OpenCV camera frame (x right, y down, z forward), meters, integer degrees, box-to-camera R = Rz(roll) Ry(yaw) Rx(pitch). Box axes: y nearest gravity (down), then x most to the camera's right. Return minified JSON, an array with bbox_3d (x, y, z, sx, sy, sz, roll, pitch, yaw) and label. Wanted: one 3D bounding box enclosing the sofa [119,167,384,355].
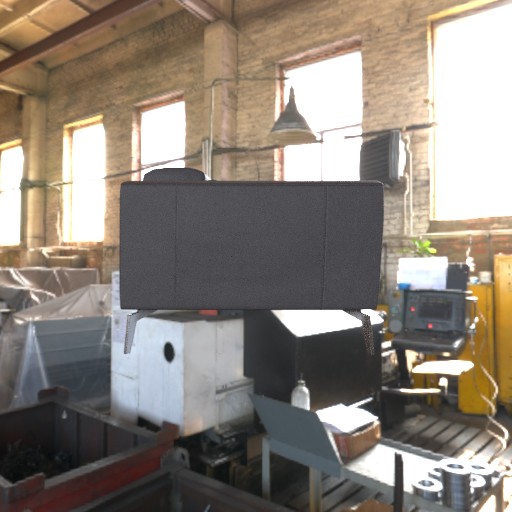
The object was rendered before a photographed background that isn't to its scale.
[{"bbox_3d":[0.000,0.000,2.842,1.048,0.814,2.330,0,-1,1],"label":"sofa"}]
